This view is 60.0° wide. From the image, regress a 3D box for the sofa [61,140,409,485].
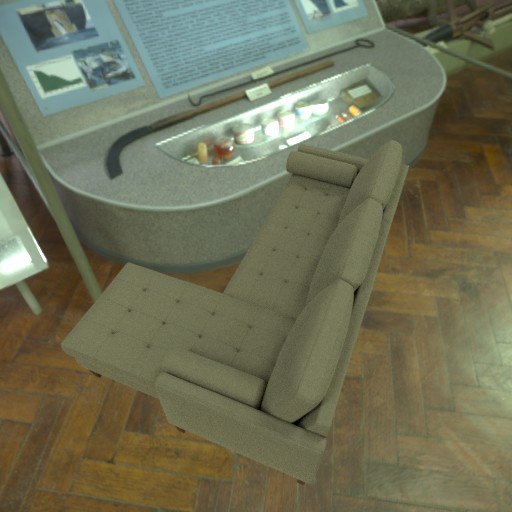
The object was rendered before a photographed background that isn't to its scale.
[{"bbox_3d":[0.000,0.000,2.852,1.506,0.875,2.178,17,50,15],"label":"sofa"}]
